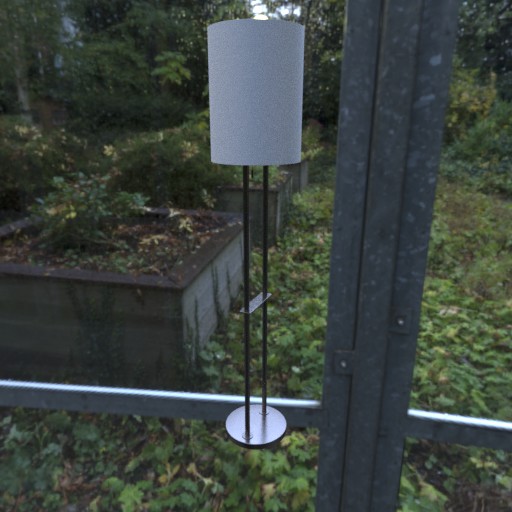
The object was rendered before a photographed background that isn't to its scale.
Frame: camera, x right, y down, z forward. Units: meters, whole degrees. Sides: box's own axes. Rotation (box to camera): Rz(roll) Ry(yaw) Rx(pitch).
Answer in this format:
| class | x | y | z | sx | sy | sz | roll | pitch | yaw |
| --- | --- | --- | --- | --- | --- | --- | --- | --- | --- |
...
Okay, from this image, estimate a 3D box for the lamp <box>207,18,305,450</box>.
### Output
| class | x | y | z | sx | sy | sz | roll | pitch | yaw |
| --- | --- | --- | --- | --- | --- | --- | --- | --- | --- |
| lamp | 0.000 | 0.000 | 1.620 | 0.305 | 1.500 | 0.306 | 8 | 19 | 23 |
